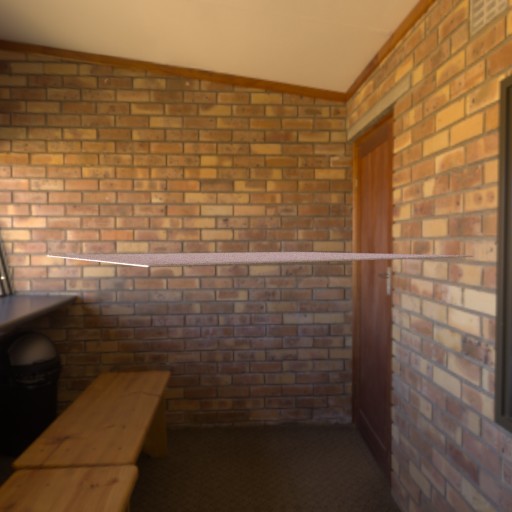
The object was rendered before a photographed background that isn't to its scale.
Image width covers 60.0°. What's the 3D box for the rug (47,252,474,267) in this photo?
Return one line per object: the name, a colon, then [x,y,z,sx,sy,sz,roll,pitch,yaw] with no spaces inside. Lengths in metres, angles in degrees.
rug: [0.000,0.000,3.942,2.980,0.012,2.363,-1,2,-36]
